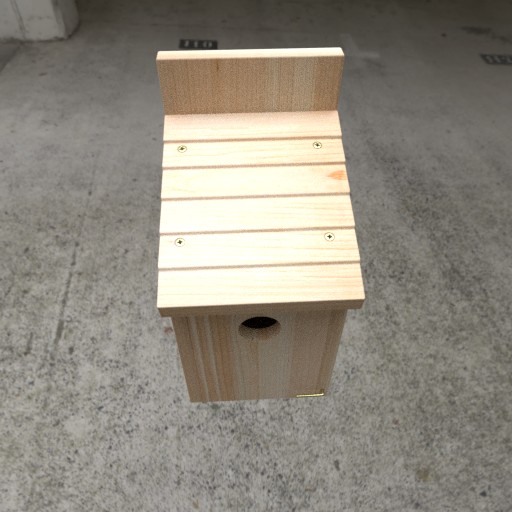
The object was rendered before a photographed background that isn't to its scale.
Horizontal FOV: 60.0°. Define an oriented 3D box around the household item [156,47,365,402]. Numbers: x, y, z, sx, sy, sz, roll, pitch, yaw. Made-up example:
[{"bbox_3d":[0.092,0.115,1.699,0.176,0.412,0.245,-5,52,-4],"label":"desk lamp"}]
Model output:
[{"bbox_3d":[0.000,0.000,0.402,0.149,0.300,0.171,-2,46,-2],"label":"household item"}]
